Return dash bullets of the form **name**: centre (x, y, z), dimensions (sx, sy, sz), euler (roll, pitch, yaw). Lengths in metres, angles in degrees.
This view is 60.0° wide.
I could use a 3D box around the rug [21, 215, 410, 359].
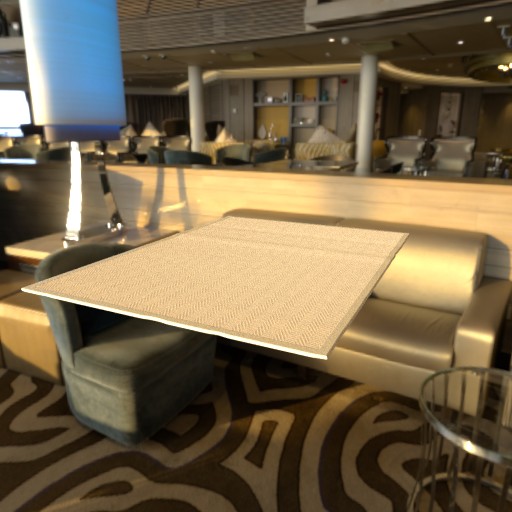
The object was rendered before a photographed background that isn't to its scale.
- **rug**: centre (0.000, 0.000, 4.817), dimensions (2.734, 0.037, 3.659), euler (8, 18, 25)
